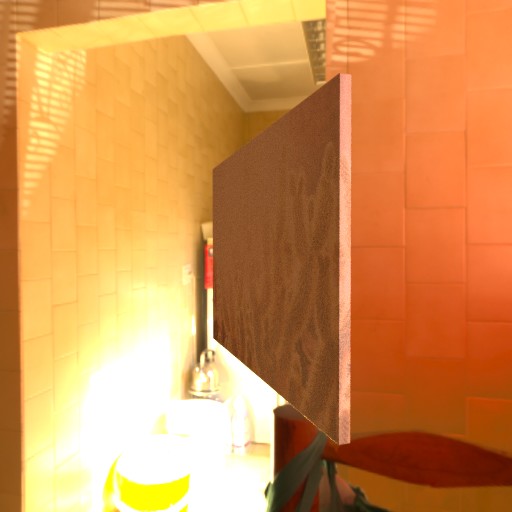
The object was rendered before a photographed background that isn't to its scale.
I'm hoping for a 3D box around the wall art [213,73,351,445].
[{"bbox_3d":[0.000,0.000,1.931,0.038,1.012,1.525,0,1,-19],"label":"wall art"}]
